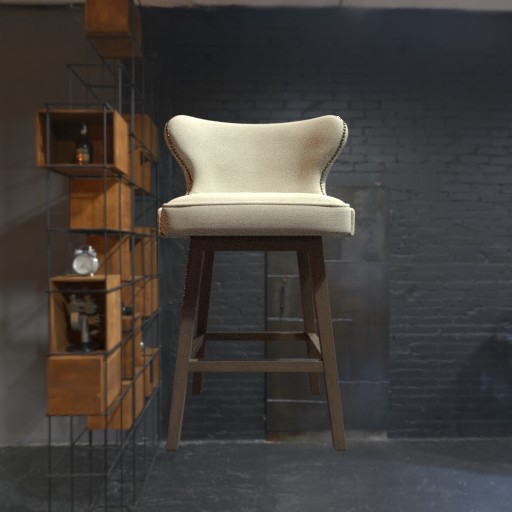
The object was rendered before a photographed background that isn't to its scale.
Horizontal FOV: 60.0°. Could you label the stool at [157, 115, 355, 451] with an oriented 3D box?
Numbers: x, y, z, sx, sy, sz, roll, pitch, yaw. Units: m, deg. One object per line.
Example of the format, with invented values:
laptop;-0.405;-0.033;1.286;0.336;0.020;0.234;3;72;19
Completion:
stool;0.000;0.000;1.370;0.615;0.972;0.597;0;1;0
